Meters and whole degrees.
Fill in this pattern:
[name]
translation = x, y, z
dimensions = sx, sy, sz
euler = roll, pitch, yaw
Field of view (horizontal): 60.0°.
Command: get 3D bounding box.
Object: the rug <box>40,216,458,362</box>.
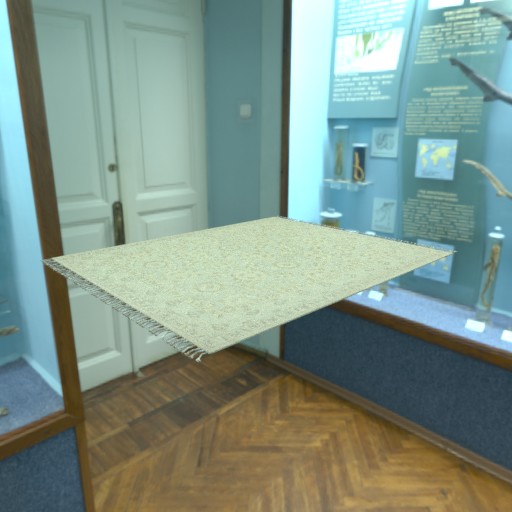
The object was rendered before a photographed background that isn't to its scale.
[rug]
translation = 0.000, 0.000, 4.088
dimensions = 3.043, 0.013, 2.444
euler = -14, 22, -40
